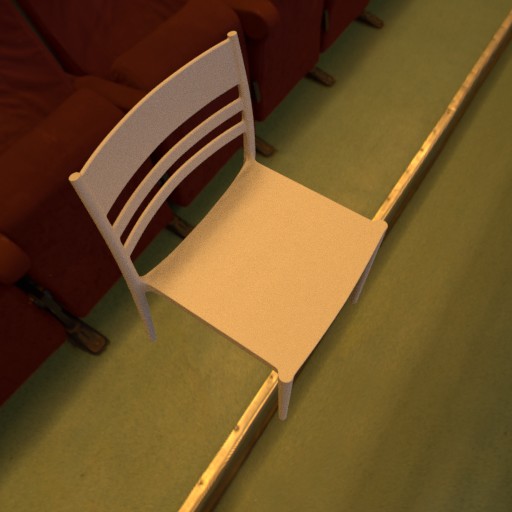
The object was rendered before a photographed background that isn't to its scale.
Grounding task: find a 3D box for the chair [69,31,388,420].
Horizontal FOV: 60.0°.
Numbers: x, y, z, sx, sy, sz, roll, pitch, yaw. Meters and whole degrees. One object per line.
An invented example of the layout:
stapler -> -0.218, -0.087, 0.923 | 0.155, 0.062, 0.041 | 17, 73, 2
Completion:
chair -> 0.000, 0.000, 1.115 | 0.511, 0.800, 0.531 | 30, 65, 16
